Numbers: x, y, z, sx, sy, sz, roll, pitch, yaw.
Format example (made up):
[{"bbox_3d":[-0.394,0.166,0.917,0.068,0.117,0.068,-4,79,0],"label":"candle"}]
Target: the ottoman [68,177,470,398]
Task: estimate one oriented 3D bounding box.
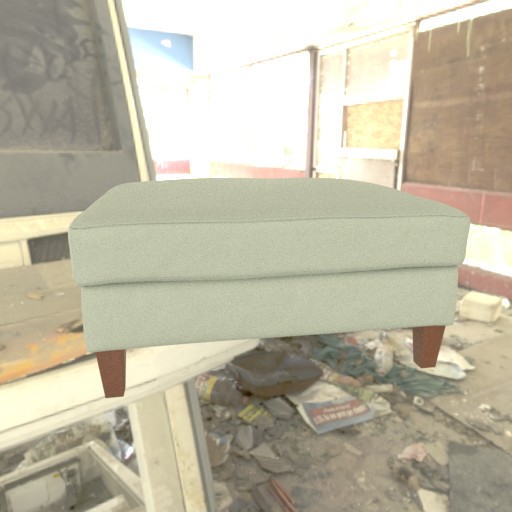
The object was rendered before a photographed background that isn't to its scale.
[{"bbox_3d":[0.000,0.000,1.476,0.991,0.494,0.842,-3,15,-10],"label":"ottoman"}]
